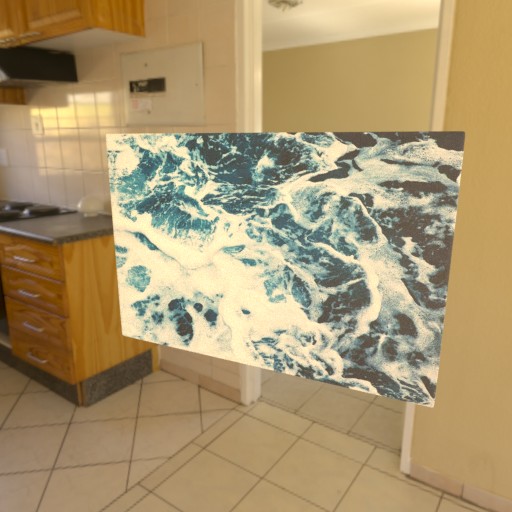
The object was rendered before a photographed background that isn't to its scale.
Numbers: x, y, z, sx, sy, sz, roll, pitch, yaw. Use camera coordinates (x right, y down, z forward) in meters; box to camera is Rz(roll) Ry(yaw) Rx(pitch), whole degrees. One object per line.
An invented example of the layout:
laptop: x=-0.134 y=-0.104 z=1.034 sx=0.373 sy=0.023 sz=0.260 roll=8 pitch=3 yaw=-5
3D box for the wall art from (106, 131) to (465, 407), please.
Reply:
wall art: x=0.000 y=0.000 z=1.899 sx=1.524 sy=1.017 sz=0.055 roll=7 pitch=16 yaw=24
